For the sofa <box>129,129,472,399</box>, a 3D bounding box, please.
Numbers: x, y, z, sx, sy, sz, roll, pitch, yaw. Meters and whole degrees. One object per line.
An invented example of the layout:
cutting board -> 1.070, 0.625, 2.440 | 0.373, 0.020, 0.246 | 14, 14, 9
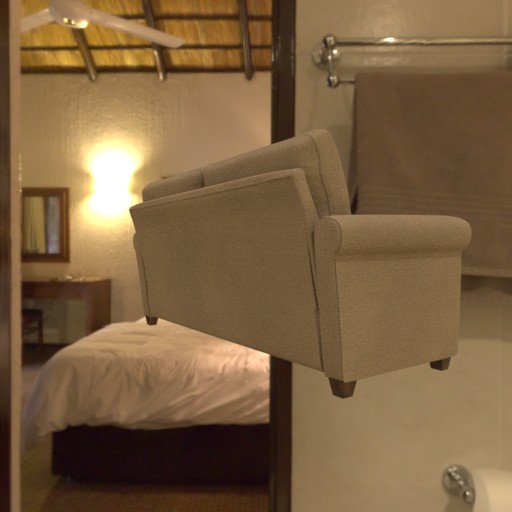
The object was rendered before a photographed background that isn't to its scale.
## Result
sofa -> 0.000, 0.000, 2.389 | 0.842, 0.942, 1.935 | -1, 1, -35
